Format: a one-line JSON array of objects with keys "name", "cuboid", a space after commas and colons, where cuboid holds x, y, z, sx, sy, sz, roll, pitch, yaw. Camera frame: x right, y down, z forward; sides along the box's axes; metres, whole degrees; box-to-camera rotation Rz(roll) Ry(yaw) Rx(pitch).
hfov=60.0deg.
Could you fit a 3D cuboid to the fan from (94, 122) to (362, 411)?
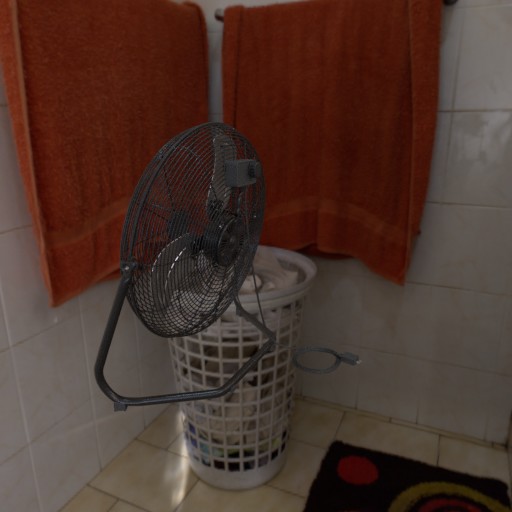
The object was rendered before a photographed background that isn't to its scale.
[{"name": "fan", "cuboid": [0.000, 0.000, 0.942, 0.424, 0.546, 0.555, 8, 18, 25]}]
